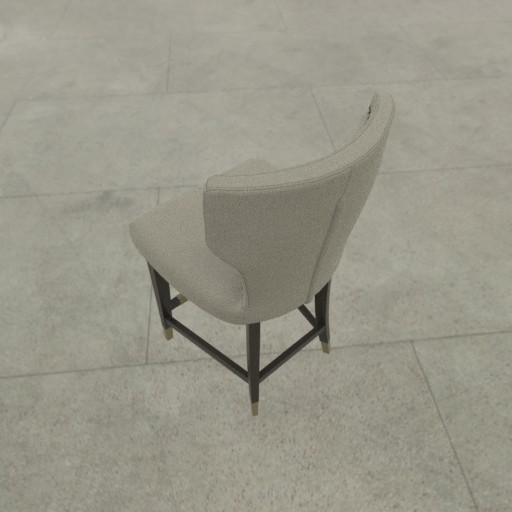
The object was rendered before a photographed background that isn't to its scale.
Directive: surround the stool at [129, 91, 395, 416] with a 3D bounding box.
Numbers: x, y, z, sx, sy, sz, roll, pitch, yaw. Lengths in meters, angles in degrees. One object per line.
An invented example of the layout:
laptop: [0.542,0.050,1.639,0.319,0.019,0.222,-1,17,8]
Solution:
stool: [0.000,0.000,1.320,0.527,0.982,0.563,-33,55,-27]
